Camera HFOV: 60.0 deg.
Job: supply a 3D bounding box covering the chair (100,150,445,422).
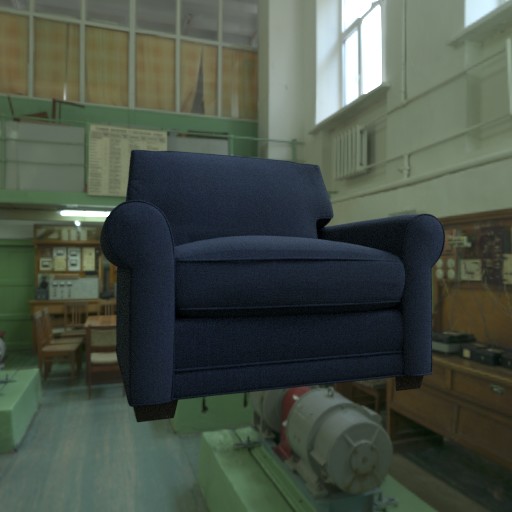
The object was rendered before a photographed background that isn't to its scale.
[{"bbox_3d":[0.000,0.000,1.942,1.285,1.044,0.963,0,-1,-20],"label":"chair"}]
